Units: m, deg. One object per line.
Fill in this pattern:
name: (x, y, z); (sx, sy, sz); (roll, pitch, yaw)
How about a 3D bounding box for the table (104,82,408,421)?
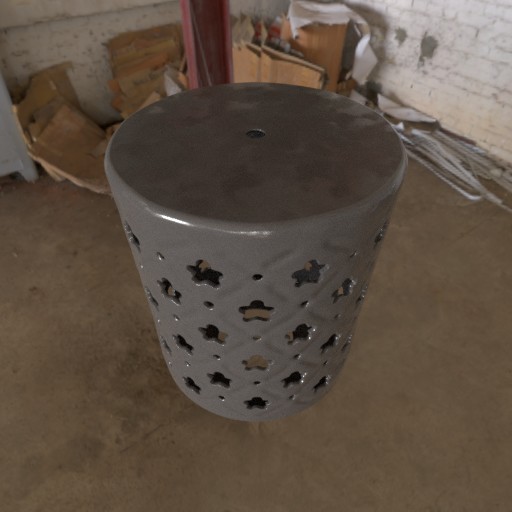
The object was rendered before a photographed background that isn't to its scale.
table: (0.000, 0.000, 0.649); (0.352, 0.387, 0.352); (0, 42, 0)
